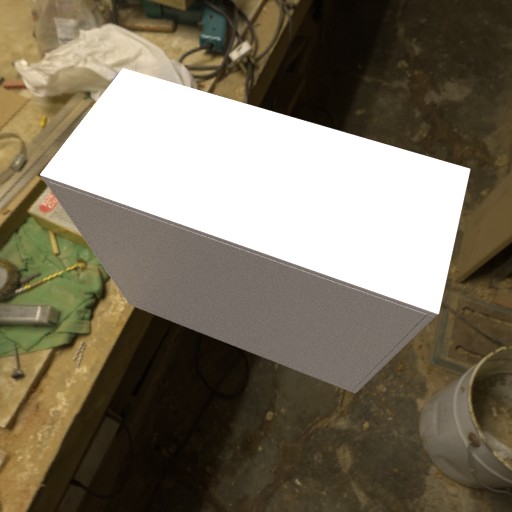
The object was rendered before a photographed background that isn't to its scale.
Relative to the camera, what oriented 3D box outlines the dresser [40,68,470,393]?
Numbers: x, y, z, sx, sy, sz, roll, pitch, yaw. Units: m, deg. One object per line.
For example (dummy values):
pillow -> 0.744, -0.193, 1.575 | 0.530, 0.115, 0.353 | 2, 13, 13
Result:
dresser -> 0.000, 0.000, 1.668 | 1.100, 1.000, 0.460 | 19, 64, 10
